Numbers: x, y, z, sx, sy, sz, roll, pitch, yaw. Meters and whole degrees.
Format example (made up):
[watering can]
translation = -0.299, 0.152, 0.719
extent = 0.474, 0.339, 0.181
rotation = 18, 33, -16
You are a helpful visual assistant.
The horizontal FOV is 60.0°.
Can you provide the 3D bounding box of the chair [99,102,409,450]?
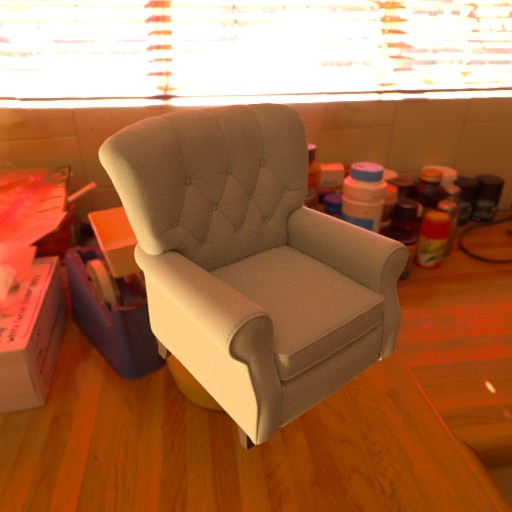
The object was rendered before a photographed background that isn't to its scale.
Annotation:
[chair]
translation = 0.000, 0.000, 2.084
extent = 1.090, 1.217, 1.128
rotation = -21, 35, -33
